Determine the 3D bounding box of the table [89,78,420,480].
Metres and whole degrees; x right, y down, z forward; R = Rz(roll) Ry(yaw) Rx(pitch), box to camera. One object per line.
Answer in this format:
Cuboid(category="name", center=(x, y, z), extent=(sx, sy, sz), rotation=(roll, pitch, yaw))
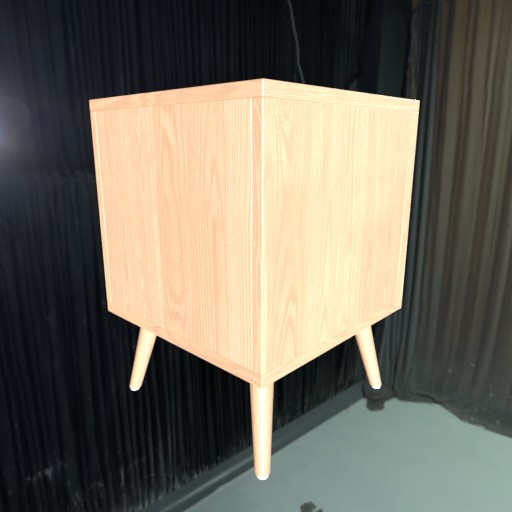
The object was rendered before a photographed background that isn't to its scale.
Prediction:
Cuboid(category="table", center=(0.000, 0.000, 0.827), extent=(0.400, 0.550, 0.400), rotation=(14, 20, 42))
